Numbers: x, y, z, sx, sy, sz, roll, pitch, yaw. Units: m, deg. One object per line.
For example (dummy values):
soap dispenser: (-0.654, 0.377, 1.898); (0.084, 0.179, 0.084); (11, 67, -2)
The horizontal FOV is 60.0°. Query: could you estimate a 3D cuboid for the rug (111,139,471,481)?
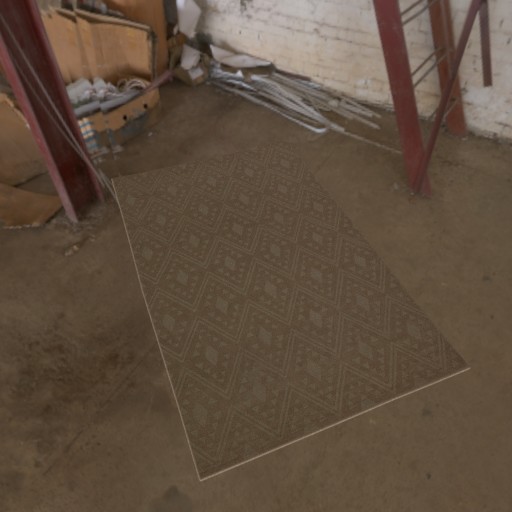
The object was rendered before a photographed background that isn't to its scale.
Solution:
rug: (0.000, 0.000, 2.990); (1.553, 0.053, 2.430); (-16, 49, -15)
